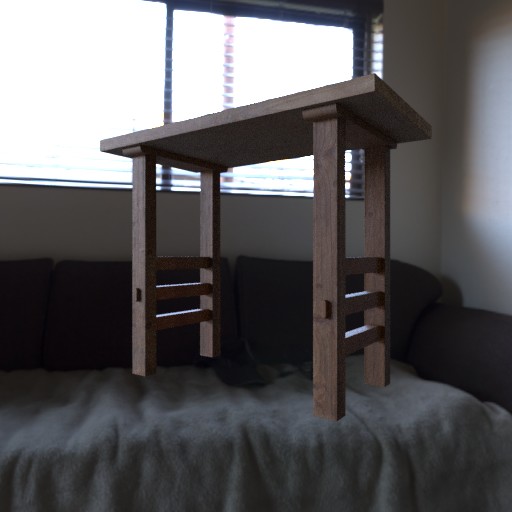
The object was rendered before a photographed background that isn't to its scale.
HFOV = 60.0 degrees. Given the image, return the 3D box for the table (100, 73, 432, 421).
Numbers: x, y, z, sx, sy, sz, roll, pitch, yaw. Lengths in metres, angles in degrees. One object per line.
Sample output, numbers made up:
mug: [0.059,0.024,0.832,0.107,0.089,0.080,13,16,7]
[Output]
table: [0.000,0.000,1.654,1.119,0.914,0.556,0,0,35]
